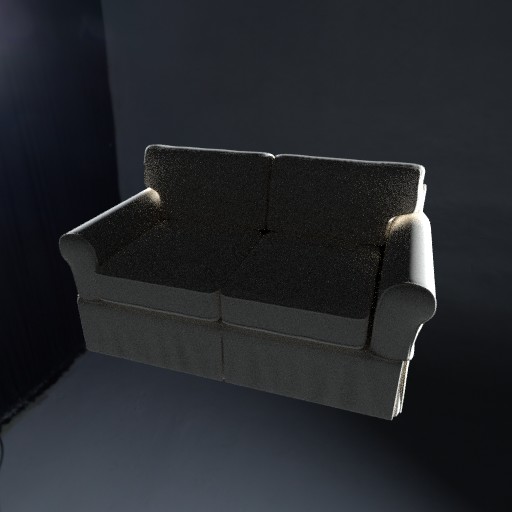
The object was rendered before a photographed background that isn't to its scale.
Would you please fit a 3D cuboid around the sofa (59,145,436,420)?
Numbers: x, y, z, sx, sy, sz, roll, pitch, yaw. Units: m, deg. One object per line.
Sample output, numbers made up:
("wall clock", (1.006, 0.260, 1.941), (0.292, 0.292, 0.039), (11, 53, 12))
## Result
("sofa", (0.000, 0.000, 2.354), (1.727, 0.940, 0.991), (8, 27, 16))
